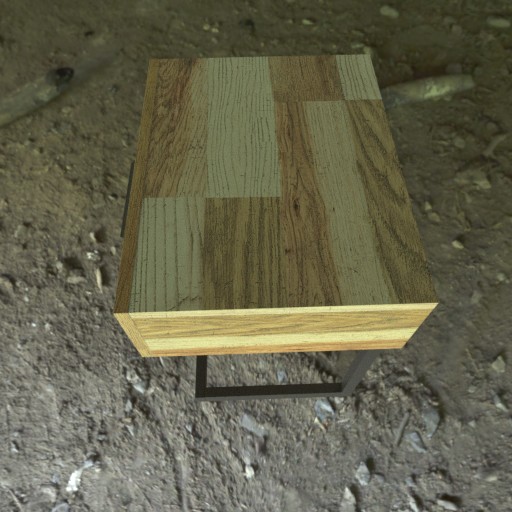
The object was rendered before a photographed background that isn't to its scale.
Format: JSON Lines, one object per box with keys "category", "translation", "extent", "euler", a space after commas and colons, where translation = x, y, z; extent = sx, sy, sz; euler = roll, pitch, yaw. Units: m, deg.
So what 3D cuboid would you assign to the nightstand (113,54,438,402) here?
{"category": "nightstand", "translation": [0.000, 0.000, 1.016], "extent": [0.481, 0.632, 0.558], "euler": [-2, 58, -1]}
